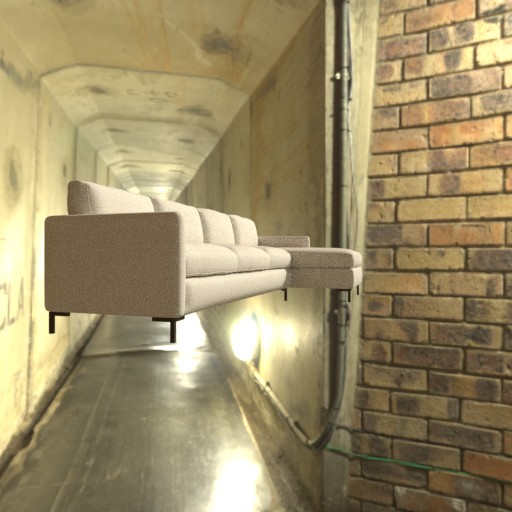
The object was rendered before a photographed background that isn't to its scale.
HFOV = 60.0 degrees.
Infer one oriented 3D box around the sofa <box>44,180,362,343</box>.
[{"bbox_3d":[0.000,0.000,2.867,1.126,0.677,2.445,0,0,19],"label":"sofa"}]
